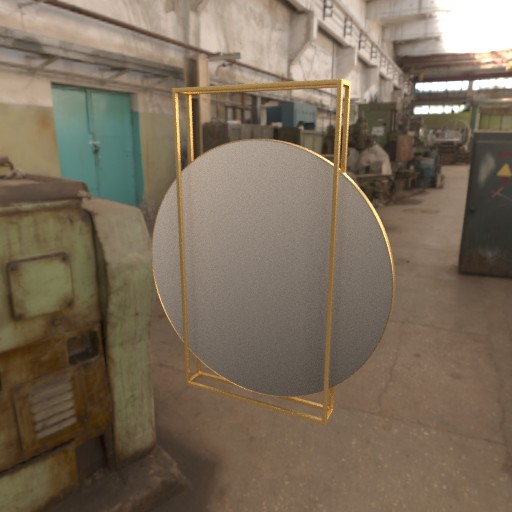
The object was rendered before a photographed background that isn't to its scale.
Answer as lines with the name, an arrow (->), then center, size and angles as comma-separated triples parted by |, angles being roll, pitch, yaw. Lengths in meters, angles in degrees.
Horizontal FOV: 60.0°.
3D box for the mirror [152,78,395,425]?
mirror -> 0.000, 0.000, 0.835 | 0.508, 0.603, 0.051 | 7, 17, 25
